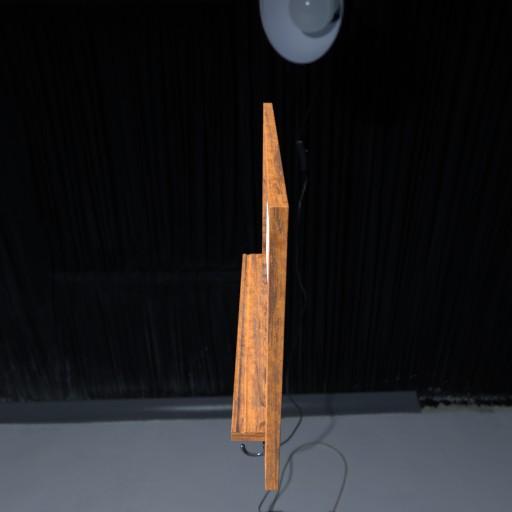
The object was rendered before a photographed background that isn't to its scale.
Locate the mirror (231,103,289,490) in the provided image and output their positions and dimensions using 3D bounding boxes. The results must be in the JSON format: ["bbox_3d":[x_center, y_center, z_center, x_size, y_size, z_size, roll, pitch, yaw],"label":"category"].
[{"bbox_3d":[0.000,0.000,0.993,0.084,0.537,0.758,0,28,0],"label":"mirror"}]
